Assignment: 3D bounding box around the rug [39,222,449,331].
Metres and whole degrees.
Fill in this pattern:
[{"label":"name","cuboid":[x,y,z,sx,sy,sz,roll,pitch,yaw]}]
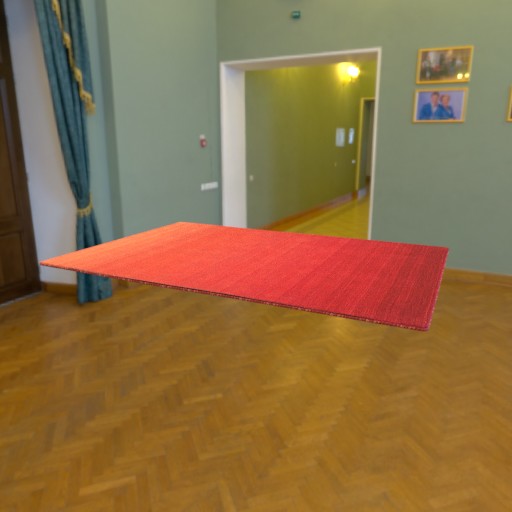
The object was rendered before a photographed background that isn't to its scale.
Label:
[{"label":"rug","cuboid":[0.000,0.000,2.356,1.835,0.018,1.230,7,17,25]}]
